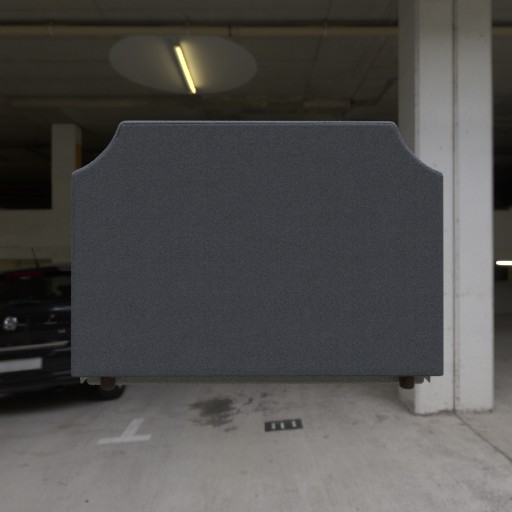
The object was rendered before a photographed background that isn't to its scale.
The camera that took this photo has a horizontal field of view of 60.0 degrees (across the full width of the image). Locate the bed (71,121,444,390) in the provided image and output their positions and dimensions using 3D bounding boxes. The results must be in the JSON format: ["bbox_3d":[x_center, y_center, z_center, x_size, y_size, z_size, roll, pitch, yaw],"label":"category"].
[{"bbox_3d":[0.000,0.000,3.245,1.811,1.296,2.259,0,0,0],"label":"bed"}]
